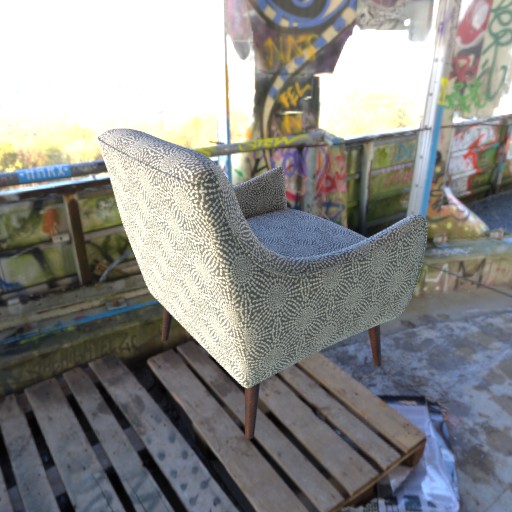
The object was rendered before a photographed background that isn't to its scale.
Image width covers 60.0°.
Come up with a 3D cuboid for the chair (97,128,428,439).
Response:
[{"bbox_3d":[0.000,0.000,1.479,0.787,0.838,0.762,-17,30,-31],"label":"chair"}]
